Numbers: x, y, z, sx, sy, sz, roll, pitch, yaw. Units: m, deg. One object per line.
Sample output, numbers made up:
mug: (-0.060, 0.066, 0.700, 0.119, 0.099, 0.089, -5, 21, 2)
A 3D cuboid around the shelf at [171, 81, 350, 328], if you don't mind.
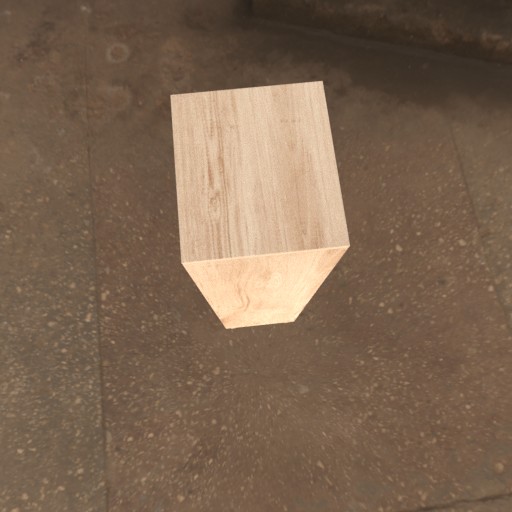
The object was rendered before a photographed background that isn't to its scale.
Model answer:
shelf: (0.000, 0.000, 2.187, 0.450, 1.960, 0.510, -6, 75, -2)
